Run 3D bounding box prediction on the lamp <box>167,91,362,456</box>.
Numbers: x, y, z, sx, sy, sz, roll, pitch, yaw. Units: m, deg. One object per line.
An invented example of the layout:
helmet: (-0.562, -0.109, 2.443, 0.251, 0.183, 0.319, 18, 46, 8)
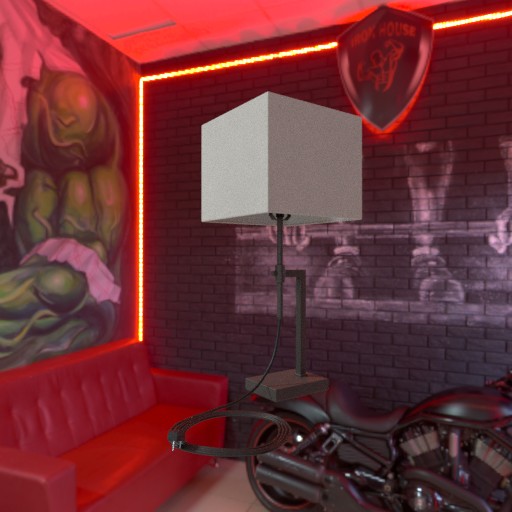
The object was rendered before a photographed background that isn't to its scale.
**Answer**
lamp: (0.000, 0.000, 0.967, 0.504, 0.660, 0.399, 0, 0, -35)
